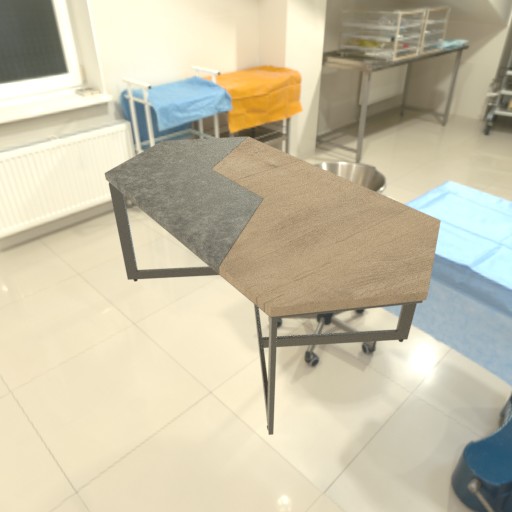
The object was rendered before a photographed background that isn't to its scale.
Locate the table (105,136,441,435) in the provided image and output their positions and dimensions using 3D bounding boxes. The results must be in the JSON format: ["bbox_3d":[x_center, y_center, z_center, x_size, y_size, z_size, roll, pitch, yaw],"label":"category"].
[{"bbox_3d":[0.000,0.000,1.489,0.609,0.457,1.219,-23,40,-31],"label":"table"}]
